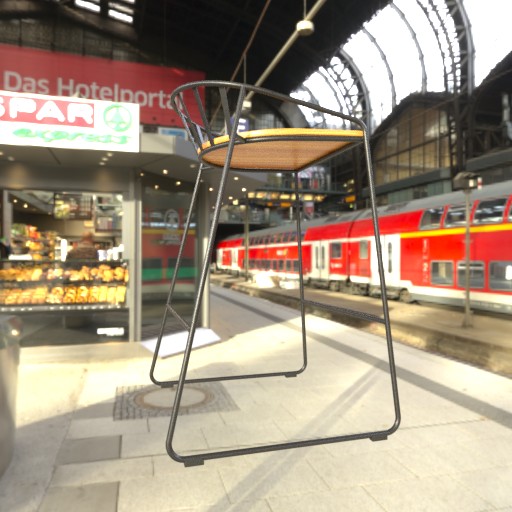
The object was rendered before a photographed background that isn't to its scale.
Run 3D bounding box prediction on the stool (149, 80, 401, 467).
[{"bbox_3d":[0.000,0.000,1.176,0.521,0.812,0.546,0,0,-17],"label":"stool"}]
